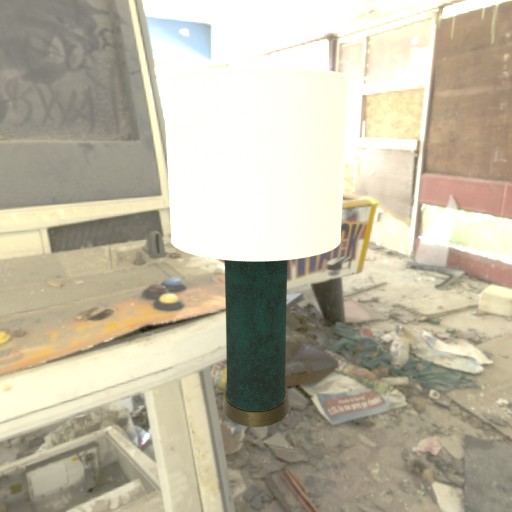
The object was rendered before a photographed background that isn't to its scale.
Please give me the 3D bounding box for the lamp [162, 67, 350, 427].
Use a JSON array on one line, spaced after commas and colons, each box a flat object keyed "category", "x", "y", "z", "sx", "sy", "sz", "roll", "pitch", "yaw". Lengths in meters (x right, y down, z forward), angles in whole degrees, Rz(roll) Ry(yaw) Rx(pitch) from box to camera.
[{"category": "lamp", "x": 0.000, "y": 0.000, "z": 0.809, "sx": 0.301, "sy": 0.630, "sz": 0.301, "roll": -2, "pitch": 16, "yaw": -8}]
